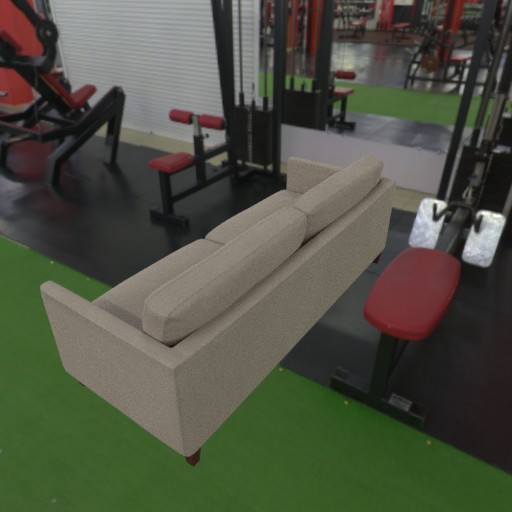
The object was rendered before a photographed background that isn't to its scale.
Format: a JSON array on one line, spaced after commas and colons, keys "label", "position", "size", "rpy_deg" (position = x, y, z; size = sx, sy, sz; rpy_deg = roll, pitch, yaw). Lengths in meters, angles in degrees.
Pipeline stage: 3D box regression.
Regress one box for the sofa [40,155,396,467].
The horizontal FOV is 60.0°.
[{"label": "sofa", "position": [0.000, 0.000, 2.899], "size": [0.988, 0.912, 2.404], "rpy_deg": [21, 37, 30]}]
